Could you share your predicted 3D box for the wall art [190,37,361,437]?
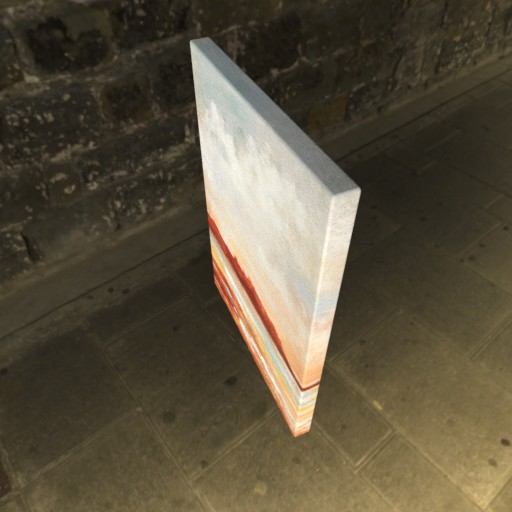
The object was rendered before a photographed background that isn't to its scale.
[{"bbox_3d":[0.000,0.000,0.800,0.035,0.605,0.443,-18,49,-17],"label":"wall art"}]
